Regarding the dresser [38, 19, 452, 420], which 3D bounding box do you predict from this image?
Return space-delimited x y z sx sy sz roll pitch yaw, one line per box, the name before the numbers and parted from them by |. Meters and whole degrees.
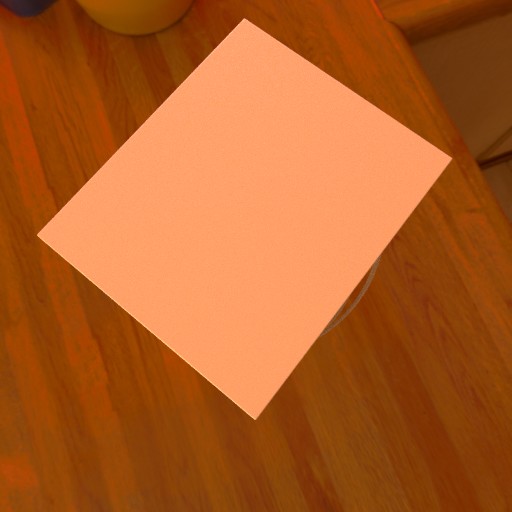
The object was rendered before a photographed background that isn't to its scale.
dresser | 0.000 0.000 0.819 0.360 0.560 0.400 38 79 9
